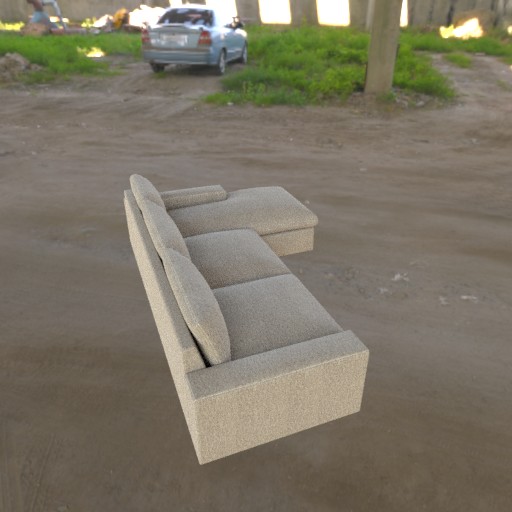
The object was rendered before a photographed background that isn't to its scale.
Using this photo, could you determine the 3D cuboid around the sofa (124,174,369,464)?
[{"bbox_3d":[0.000,0.000,3.503,1.689,0.813,2.718,-11,31,-18],"label":"sofa"}]
